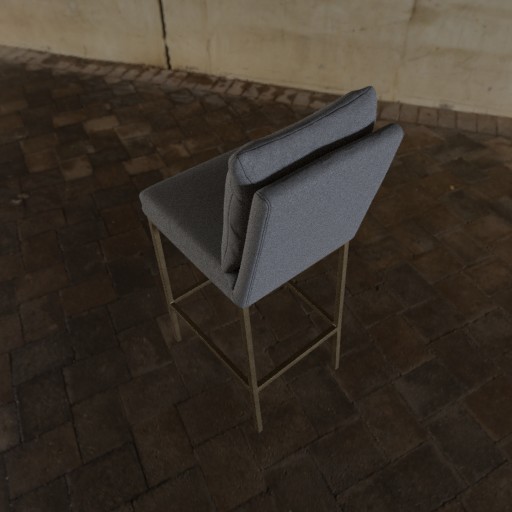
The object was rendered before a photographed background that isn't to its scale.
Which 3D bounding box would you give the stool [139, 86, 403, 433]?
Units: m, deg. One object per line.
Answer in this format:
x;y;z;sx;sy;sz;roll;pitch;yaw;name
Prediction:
0.000;0.000;1.427;0.463;1.130;0.569;-31;53;-27;stool
